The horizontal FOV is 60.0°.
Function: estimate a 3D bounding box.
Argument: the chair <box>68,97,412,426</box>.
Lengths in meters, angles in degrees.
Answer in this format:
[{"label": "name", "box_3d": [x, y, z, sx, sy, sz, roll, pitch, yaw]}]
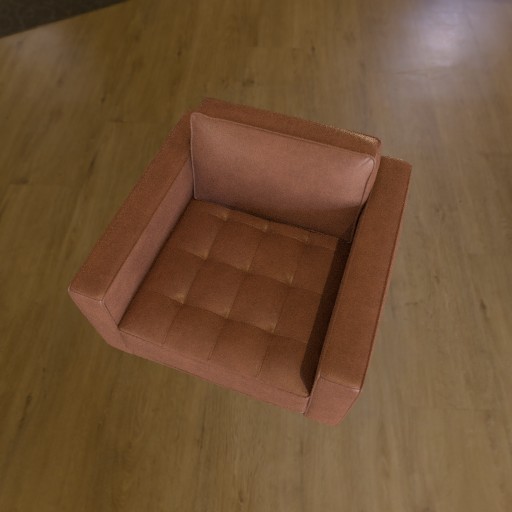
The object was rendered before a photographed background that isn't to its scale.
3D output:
[{"label": "chair", "box_3d": [0.000, 0.000, 1.579, 0.920, 0.770, 0.900, 17, 59, 10]}]
